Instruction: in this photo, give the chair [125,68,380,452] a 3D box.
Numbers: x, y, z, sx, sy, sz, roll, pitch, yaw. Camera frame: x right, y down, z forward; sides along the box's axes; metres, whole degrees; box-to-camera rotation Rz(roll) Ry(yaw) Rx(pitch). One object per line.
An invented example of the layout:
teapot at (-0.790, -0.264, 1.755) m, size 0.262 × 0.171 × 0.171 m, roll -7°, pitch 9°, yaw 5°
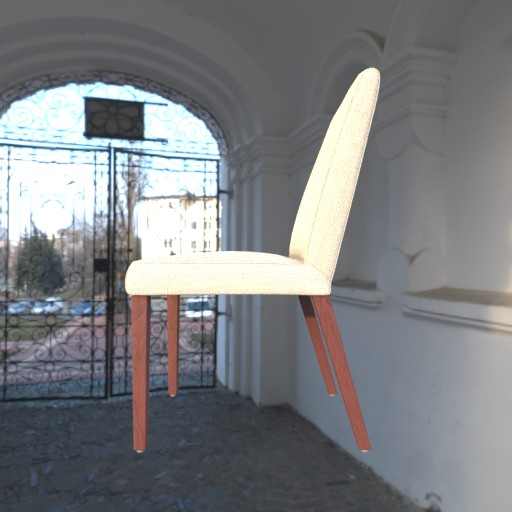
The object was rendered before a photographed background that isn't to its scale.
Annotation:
chair at (0.000, 0.000, 1.231) m, size 0.594 × 0.900 × 0.480 m, roll 0°, pitch 0°, yaw 0°
